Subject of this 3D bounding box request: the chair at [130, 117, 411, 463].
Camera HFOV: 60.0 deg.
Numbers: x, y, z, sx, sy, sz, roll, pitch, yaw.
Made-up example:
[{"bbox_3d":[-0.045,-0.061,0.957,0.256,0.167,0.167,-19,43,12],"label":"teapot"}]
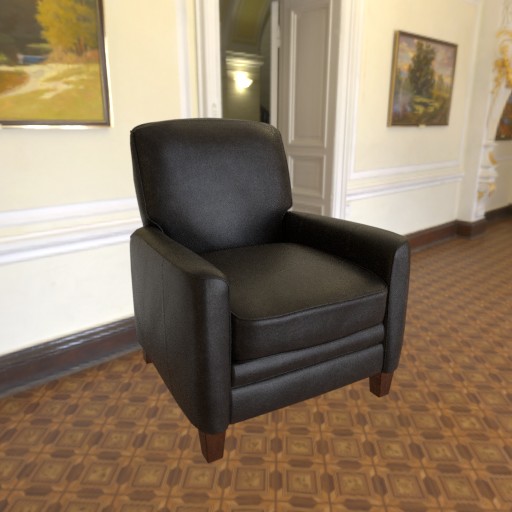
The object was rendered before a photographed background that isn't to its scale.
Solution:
[{"bbox_3d":[0.000,0.000,1.682,0.848,1.014,0.864,-9,19,-28],"label":"chair"}]
